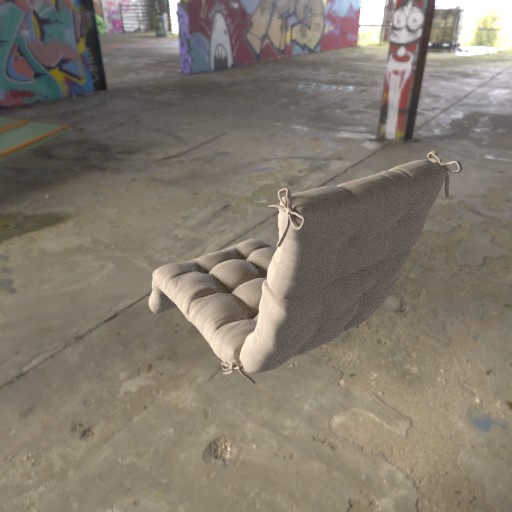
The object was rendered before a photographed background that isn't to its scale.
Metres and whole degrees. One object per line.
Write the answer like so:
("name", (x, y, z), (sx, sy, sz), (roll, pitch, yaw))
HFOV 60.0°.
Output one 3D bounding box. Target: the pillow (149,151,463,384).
("pillow", (0.000, 0.000, 1.492), (0.526, 0.863, 1.016), (-19, 35, -29))
